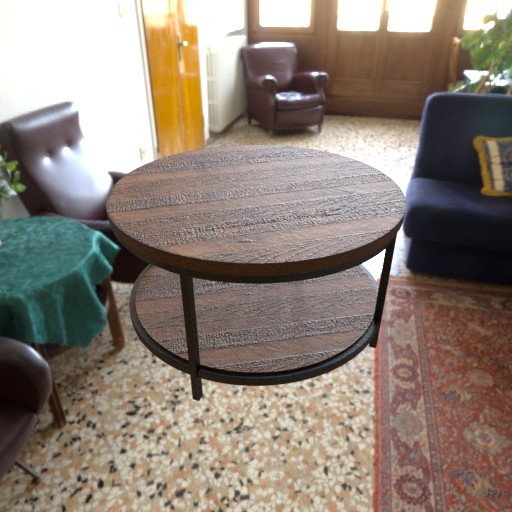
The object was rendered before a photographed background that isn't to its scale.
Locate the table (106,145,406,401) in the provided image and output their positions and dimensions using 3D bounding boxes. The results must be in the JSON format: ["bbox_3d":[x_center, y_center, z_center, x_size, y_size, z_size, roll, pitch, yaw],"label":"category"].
[{"bbox_3d":[0.000,0.000,1.404,0.837,0.462,0.837,0,31,0],"label":"table"}]
